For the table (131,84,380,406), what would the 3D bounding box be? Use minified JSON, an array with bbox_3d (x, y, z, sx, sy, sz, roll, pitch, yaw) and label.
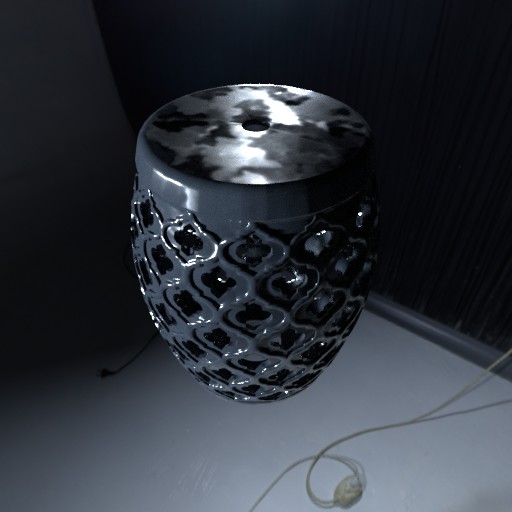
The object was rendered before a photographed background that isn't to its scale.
[{"bbox_3d":[0.000,0.000,0.622,0.325,0.388,0.325,0,42,0],"label":"table"}]
